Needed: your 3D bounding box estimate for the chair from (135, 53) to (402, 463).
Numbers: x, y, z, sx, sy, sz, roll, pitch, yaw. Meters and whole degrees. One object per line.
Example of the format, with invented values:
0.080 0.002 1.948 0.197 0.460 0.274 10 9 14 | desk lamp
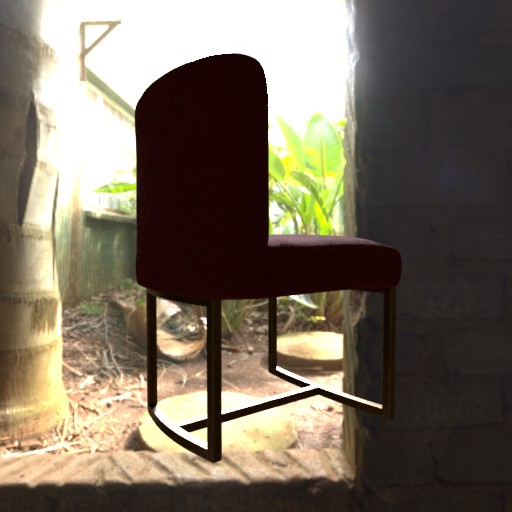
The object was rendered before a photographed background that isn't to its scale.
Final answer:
0.000 0.000 1.161 0.560 0.824 0.530 -2 3 -37 | chair
